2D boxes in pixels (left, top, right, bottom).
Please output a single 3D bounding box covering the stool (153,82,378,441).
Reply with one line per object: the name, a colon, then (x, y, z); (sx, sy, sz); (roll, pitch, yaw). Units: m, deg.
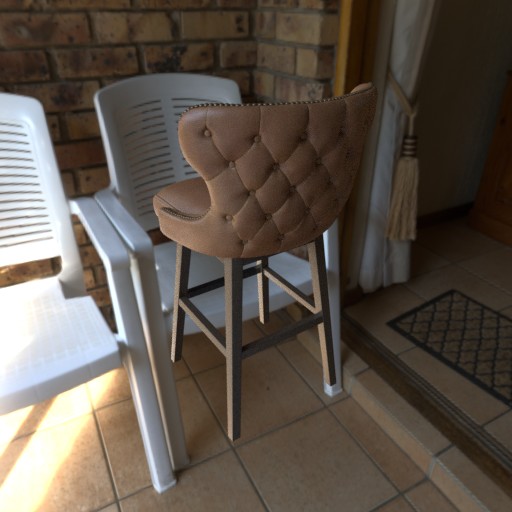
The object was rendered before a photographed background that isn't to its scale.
stool: (0.000, 0.000, 1.467); (0.591, 1.087, 0.606); (-19, 35, -29)
